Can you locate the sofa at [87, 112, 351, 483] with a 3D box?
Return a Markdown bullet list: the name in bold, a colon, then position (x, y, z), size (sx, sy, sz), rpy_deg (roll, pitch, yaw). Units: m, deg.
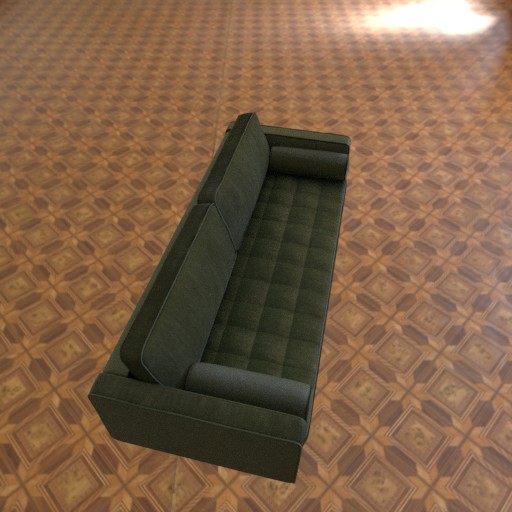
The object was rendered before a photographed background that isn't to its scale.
- **sofa**: position (0.000, 0.000, 2.593), size (0.918, 0.769, 2.199), rpy_deg (10, 48, 9)
